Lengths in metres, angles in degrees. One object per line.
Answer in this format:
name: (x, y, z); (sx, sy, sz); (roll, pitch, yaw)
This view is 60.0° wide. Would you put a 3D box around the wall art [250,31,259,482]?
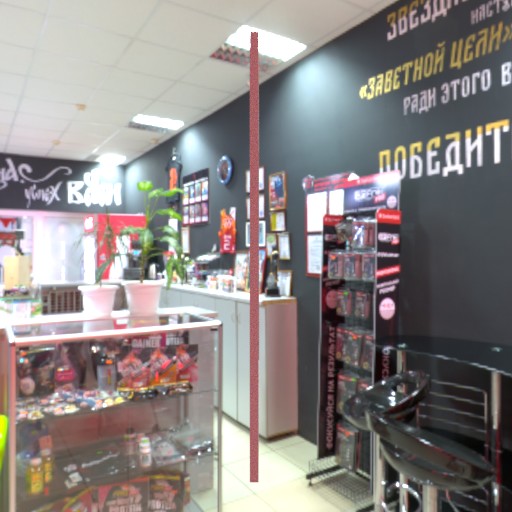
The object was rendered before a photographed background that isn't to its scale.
wall art: (0.000, 0.000, 0.677); (0.009, 0.457, 0.456); (0, 0, 0)
